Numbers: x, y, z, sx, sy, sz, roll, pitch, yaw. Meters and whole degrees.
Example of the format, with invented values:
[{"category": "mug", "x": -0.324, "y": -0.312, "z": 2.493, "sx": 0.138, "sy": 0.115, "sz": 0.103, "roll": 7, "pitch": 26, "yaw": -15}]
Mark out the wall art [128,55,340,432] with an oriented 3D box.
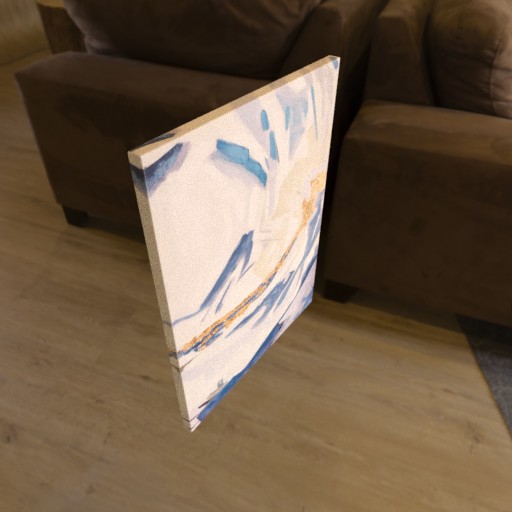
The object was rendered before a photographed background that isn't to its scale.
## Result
[{"category": "wall art", "x": 0.000, "y": 0.000, "z": 1.389, "sx": 0.038, "sy": 1.015, "sz": 0.761, "roll": 26, "pitch": 47, "yaw": 27}]
